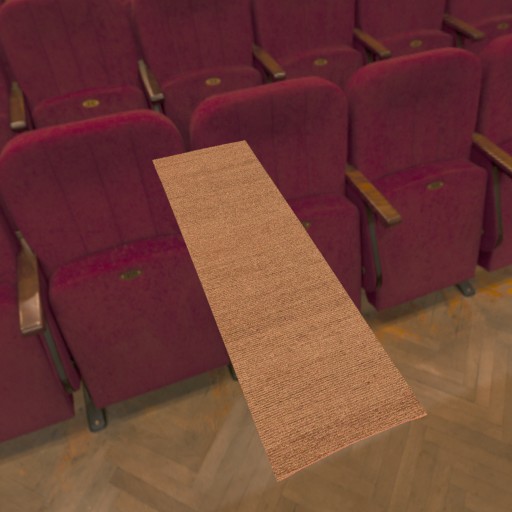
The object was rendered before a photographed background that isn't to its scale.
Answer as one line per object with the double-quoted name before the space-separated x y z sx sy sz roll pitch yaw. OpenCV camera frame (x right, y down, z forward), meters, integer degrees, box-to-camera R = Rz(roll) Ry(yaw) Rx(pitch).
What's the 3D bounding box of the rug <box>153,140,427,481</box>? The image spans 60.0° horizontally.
"rug" 0.000 0.000 2.647 0.741 0.014 2.390 -16 49 -14
